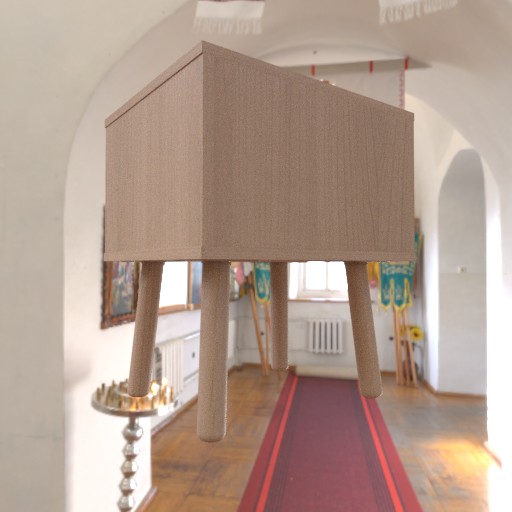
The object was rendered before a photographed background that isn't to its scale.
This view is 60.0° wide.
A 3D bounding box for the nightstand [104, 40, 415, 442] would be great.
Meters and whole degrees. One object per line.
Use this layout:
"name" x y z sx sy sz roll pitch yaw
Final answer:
"nightstand" 0.000 0.000 0.837 0.450 0.530 0.380 1 -1 -36
